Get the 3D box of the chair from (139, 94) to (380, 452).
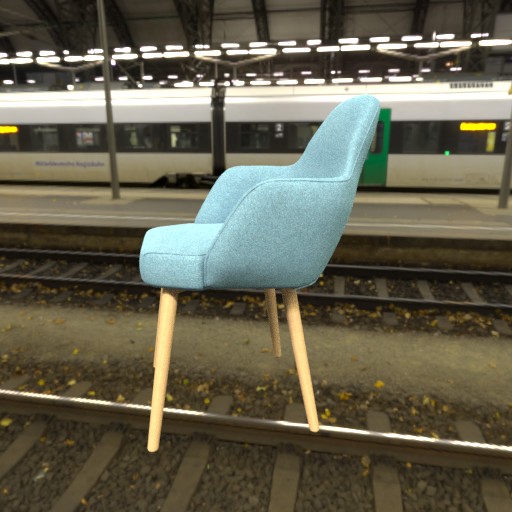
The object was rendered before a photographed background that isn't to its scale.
[{"bbox_3d":[0.000,0.000,1.328,0.666,0.920,0.589,-3,15,-10],"label":"chair"}]
